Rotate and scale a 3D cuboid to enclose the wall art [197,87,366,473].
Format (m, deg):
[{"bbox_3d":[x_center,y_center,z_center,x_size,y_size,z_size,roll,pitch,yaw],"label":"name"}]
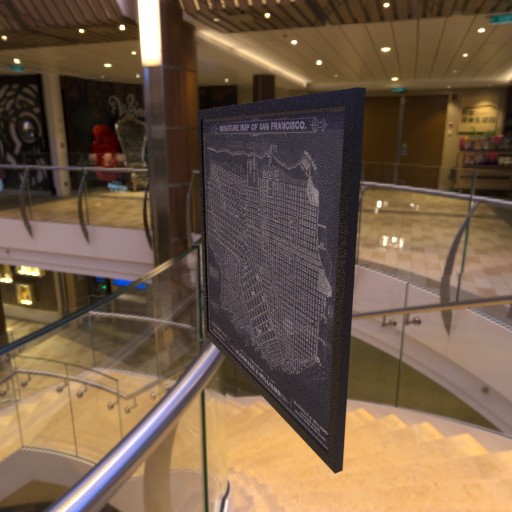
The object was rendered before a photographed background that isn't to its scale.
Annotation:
[{"bbox_3d":[0.000,0.000,1.231,0.022,0.807,0.807,-8,17,-26],"label":"wall art"}]
